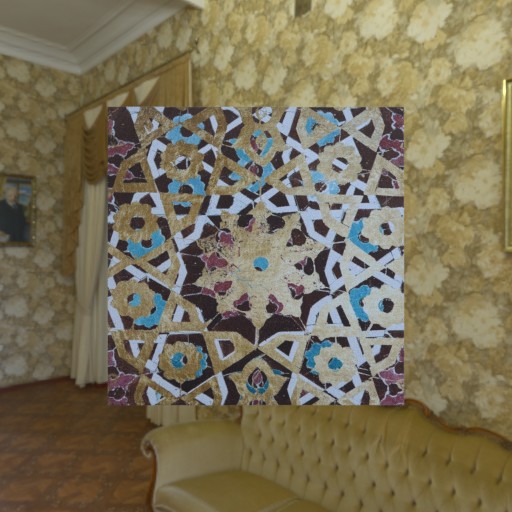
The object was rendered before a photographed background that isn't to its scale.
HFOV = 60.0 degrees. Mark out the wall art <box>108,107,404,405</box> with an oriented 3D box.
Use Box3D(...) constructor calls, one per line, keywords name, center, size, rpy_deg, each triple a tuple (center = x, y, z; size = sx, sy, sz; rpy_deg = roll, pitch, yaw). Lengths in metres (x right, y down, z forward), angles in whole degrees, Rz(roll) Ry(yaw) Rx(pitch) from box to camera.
Box3D(name="wall art", center=(0.000, 0.000, 0.931), size=(0.609, 0.613, 0.041), rpy_deg=(0, 0, 0))
